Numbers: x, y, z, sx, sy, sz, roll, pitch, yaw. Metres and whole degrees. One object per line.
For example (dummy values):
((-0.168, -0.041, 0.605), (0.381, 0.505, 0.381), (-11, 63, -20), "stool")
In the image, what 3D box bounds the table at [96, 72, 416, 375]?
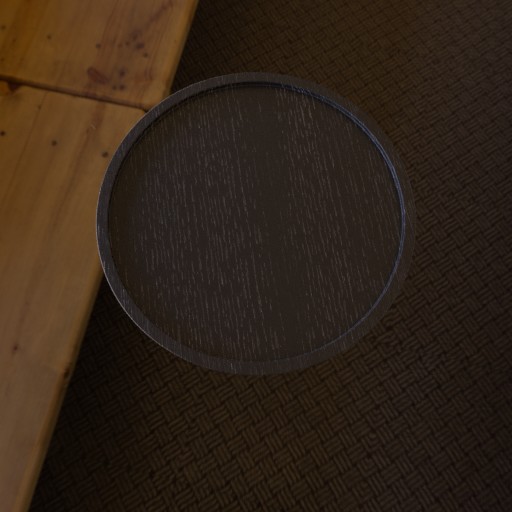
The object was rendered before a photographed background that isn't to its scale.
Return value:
((0.000, 0.000, 0.777), (0.399, 0.460, 0.399), (0, 76, 0), "table")
